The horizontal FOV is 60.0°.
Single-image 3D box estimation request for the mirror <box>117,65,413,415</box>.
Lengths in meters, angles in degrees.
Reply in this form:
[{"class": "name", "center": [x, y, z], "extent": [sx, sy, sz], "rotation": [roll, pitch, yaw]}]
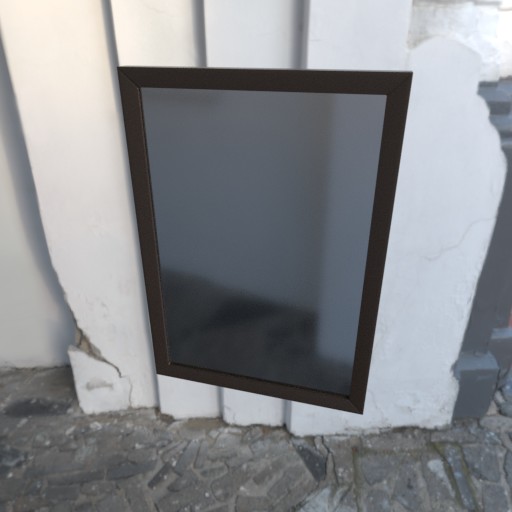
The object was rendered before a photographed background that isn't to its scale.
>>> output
[{"class": "mirror", "center": [0.000, 0.000, 0.910], "extent": [0.507, 0.710, 0.040], "rotation": [7, 27, 14]}]
